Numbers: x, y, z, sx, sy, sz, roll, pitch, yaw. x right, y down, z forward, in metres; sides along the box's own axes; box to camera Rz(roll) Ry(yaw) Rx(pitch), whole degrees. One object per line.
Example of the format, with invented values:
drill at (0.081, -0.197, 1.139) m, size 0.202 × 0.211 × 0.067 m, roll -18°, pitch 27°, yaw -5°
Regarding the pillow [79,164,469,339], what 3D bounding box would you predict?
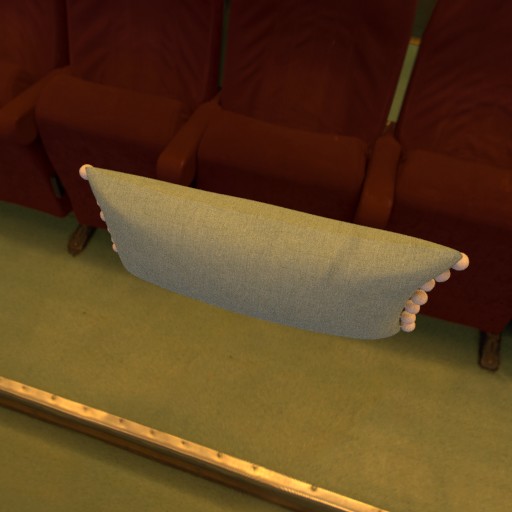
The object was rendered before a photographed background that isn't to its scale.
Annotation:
pillow at (0.000, 0.000, 0.866) m, size 0.709 × 0.322 × 0.201 m, roll 15°, pitch 59°, yaw 9°
